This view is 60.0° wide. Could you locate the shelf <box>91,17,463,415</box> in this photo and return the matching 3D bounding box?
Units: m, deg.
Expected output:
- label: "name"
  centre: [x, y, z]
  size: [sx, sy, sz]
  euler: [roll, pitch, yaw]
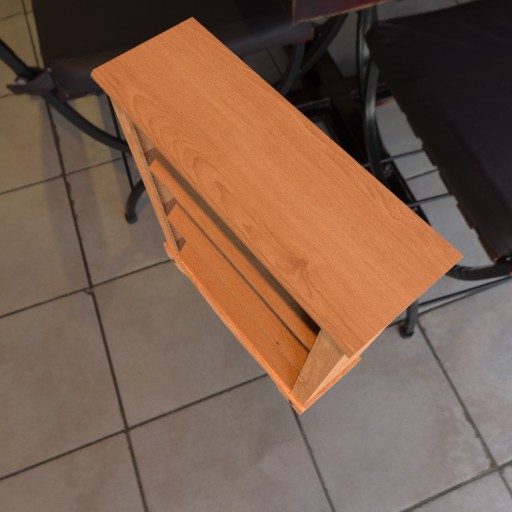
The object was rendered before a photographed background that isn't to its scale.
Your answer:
- label: "shelf"
  centre: [0.000, 0.000, 1.351]
  size: [0.291, 0.980, 0.840]
  euler: [-37, 70, -16]
